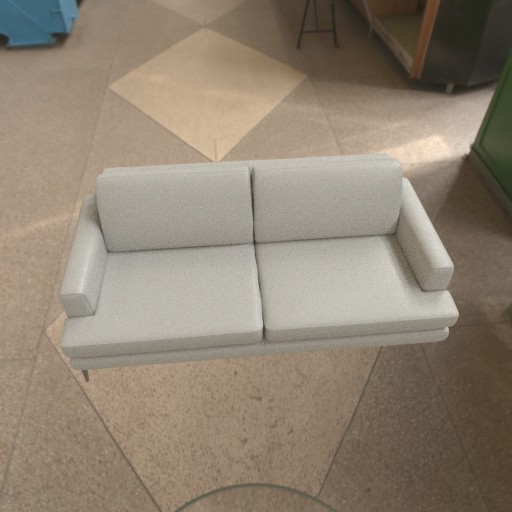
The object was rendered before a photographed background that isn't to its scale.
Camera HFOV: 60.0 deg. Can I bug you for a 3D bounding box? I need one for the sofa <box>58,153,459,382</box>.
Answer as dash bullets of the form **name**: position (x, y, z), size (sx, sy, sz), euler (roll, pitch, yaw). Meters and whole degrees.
- **sofa**: position (0.000, 0.000, 2.424), size (1.940, 0.765, 0.974), euler (-4, 47, -4)
